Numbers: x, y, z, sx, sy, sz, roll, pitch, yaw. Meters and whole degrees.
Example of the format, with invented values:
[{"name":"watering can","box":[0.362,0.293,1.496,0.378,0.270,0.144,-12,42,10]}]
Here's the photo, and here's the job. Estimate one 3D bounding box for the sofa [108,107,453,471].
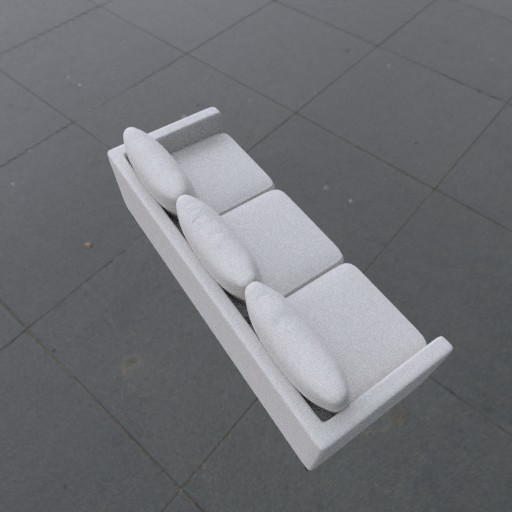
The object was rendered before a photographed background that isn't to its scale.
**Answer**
[{"name":"sofa","box":[0.000,0.000,2.692,0.859,0.874,2.218,-30,61,-18]}]
